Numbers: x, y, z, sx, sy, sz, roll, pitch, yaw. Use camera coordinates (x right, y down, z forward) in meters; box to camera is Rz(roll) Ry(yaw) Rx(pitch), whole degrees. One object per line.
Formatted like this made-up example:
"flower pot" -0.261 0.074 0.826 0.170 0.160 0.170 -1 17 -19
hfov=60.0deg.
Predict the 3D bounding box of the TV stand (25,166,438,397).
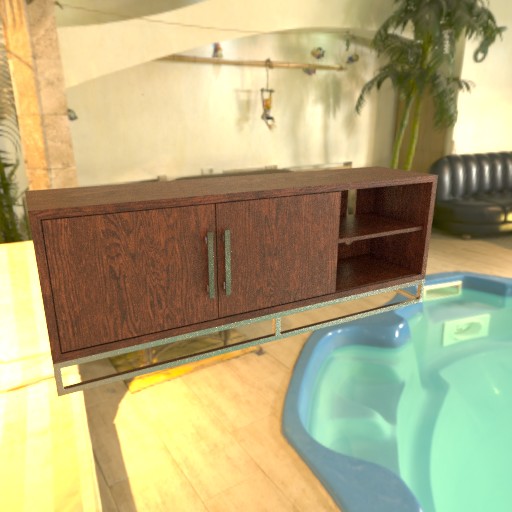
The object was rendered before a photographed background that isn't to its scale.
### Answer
"TV stand" 0.000 0.000 1.746 1.541 0.578 0.382 -9 20 -26
